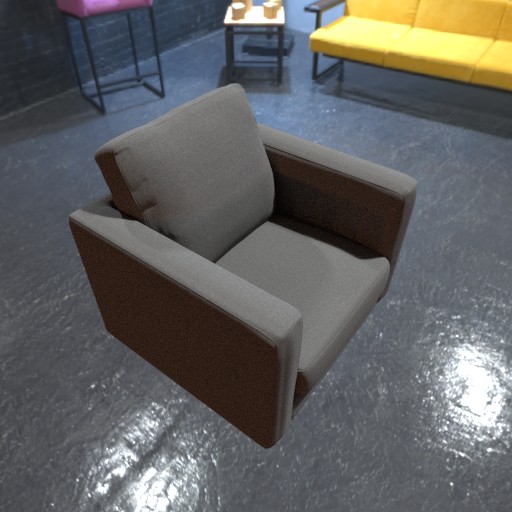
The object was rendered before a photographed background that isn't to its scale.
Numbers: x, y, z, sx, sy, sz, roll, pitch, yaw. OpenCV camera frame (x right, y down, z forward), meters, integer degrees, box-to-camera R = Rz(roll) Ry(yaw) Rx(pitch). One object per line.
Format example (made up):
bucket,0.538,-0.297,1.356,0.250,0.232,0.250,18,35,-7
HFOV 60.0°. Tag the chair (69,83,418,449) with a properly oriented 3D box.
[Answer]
chair,0.000,0.000,1.545,0.800,0.927,0.854,27,49,26
